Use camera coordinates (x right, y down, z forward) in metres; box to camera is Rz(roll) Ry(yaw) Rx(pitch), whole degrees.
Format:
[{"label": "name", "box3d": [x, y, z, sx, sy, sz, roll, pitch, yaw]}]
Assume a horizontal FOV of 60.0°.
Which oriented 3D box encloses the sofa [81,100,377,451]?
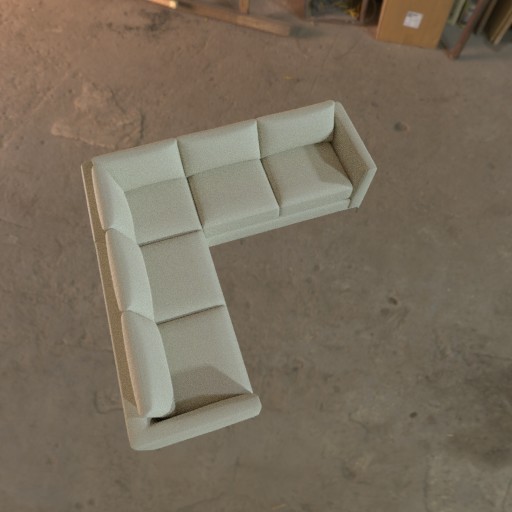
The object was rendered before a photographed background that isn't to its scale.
[{"label": "sofa", "box3d": [0.000, 0.000, 3.713, 2.448, 0.867, 2.430, -16, 64, -8]}]
